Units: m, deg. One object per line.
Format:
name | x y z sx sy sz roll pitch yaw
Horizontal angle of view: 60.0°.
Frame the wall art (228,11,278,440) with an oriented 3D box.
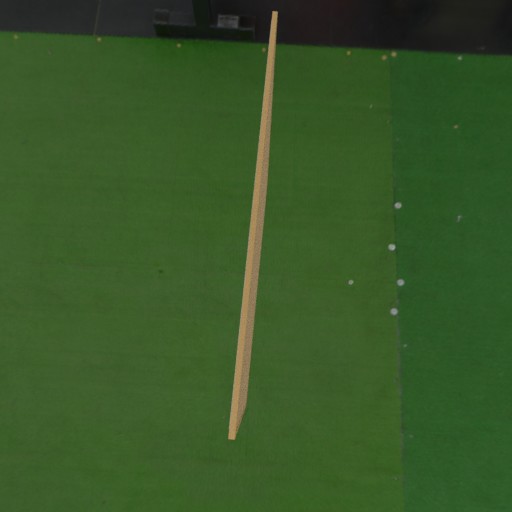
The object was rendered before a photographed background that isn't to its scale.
wall art | 0.000 0.000 1.402 0.013 0.959 0.962 5 75 1
